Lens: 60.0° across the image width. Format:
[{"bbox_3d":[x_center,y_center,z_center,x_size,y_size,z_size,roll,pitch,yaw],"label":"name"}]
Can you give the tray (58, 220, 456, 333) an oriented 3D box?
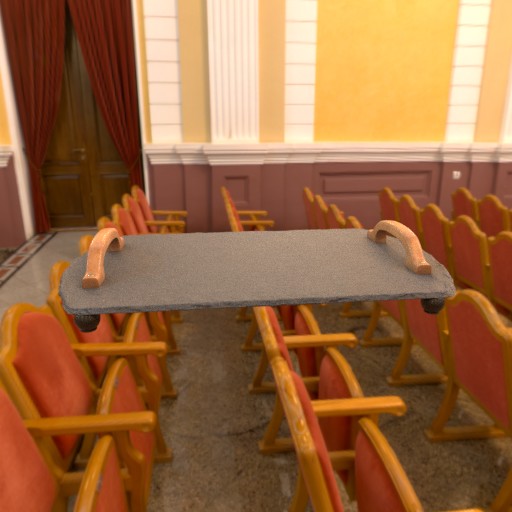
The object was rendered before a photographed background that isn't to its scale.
[{"bbox_3d":[0.000,0.000,0.472,0.387,0.062,0.231,-2,18,-6],"label":"tray"}]
